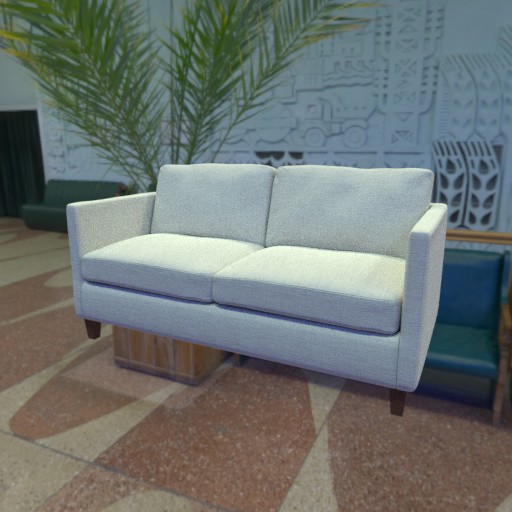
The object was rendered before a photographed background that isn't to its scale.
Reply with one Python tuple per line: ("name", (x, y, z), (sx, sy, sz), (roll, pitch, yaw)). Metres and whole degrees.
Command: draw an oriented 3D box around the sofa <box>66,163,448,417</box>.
("sofa", (0.000, 0.000, 2.414), (1.838, 0.963, 0.950), (7, 15, 26))
